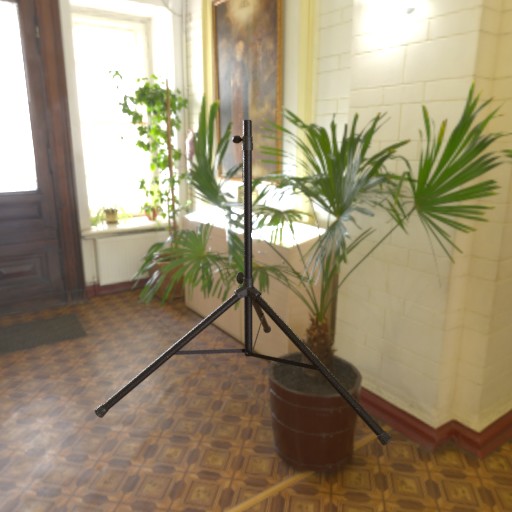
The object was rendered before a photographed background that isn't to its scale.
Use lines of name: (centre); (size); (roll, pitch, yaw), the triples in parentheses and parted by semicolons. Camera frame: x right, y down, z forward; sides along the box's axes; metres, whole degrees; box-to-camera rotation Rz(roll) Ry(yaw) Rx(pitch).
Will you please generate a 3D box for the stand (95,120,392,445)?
stand: (0.000, 0.000, 2.752); (1.596, 1.595, 1.339); (2, 15, 9)
